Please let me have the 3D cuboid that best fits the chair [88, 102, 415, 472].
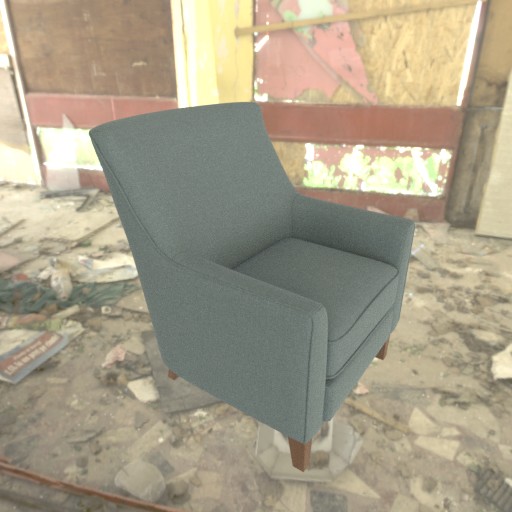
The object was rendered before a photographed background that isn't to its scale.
[{"bbox_3d":[0.000,0.000,1.540,0.879,0.916,0.756,17,31,32],"label":"chair"}]
